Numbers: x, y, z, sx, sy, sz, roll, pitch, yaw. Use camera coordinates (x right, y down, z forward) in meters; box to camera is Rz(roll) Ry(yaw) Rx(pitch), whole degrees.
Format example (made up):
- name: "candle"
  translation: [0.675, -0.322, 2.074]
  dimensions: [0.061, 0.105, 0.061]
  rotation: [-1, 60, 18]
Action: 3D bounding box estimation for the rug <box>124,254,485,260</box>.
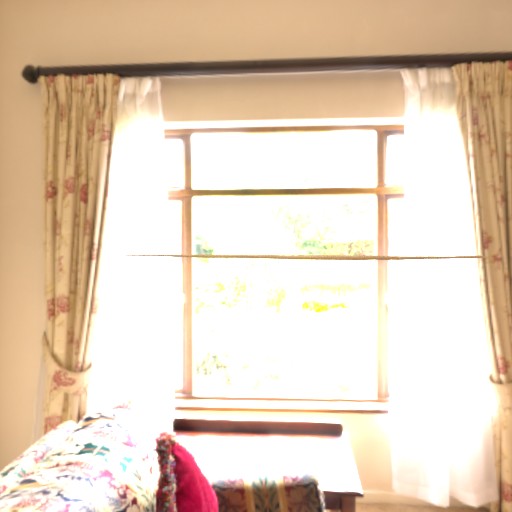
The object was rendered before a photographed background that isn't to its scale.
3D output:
- name: "rug"
  translation: [0.000, 0.000, 2.713]
  dimensions: [0.857, 0.018, 2.383]
  rotation: [0, 1, -35]
